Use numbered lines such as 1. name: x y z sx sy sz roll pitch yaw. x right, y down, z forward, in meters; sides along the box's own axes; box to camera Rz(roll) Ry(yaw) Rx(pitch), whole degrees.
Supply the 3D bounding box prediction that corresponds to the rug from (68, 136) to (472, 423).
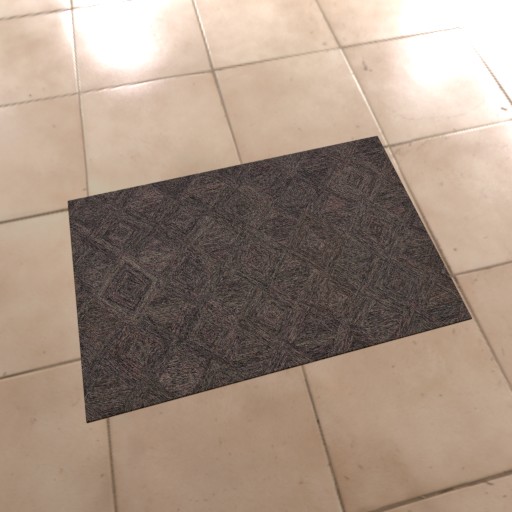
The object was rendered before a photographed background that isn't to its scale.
1. rug: 0.000 0.000 2.869 2.298 0.017 1.501 -13 63 -7
